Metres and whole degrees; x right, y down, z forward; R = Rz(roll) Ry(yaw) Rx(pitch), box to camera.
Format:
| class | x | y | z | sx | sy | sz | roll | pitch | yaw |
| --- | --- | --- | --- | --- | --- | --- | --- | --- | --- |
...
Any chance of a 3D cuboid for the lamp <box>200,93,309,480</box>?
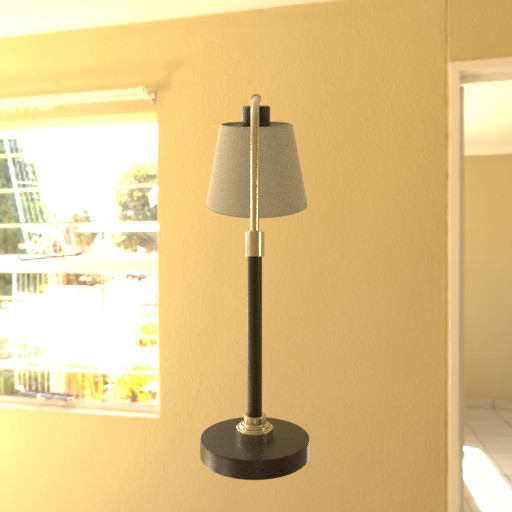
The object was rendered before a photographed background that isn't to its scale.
| class | x | y | z | sx | sy | sz | roll | pitch | yaw |
| --- | --- | --- | --- | --- | --- | --- | --- | --- | --- |
| lamp | 0.000 | 0.000 | 0.705 | 0.181 | 0.539 | 0.348 | 0 | 0 | 1 |
